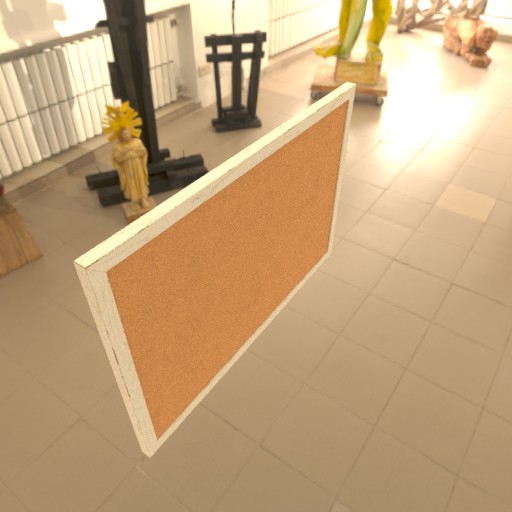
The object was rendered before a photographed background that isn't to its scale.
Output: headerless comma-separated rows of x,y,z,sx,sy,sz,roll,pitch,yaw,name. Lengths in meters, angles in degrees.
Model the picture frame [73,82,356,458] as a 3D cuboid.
0.000,0.000,1.189,0.029,0.640,0.950,25,47,26,picture frame
